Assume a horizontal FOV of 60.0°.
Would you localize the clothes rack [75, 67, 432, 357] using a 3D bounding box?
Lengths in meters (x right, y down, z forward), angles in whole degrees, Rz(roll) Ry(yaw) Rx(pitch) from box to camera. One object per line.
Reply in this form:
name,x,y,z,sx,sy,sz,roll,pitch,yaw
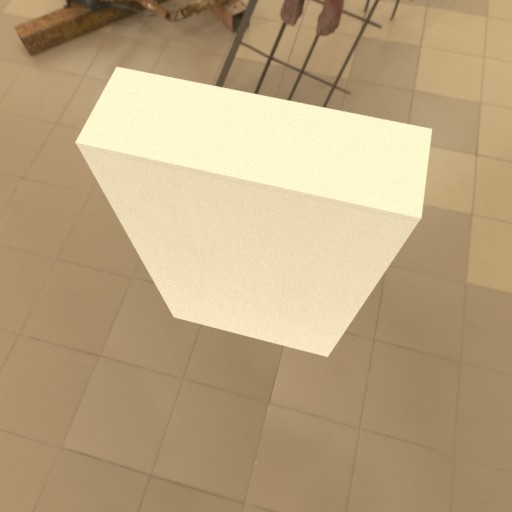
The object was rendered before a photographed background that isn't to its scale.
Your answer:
clothes rack,0.000,0.000,1.557,0.750,1.280,0.250,13,66,6
